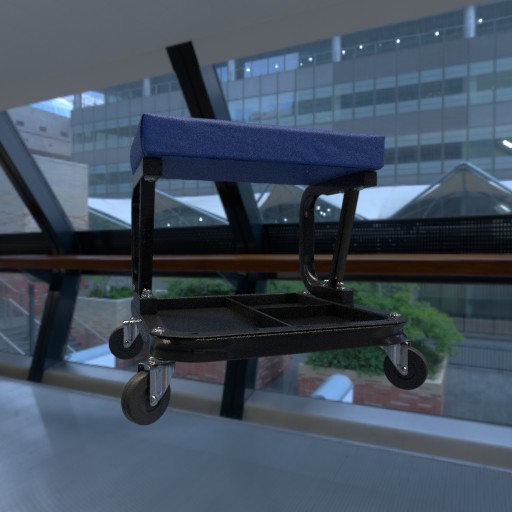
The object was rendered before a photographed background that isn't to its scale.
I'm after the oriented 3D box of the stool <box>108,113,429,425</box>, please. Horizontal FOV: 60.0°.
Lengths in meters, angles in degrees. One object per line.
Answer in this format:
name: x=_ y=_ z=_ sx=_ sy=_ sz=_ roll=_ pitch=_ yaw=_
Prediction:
stool: x=0.000 y=0.000 z=0.711 sx=0.446 sy=0.380 sz=0.371 roll=-1 pitch=2 yaw=-19
